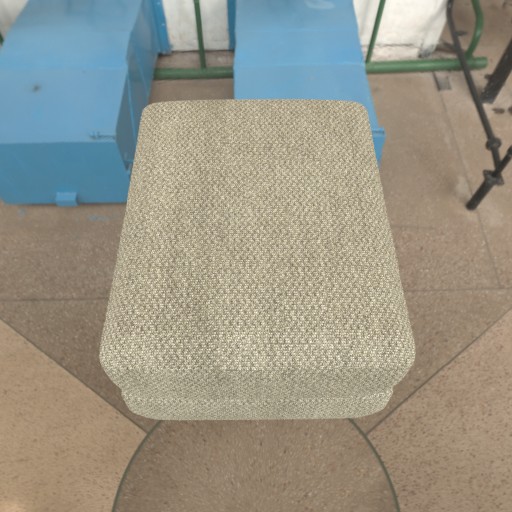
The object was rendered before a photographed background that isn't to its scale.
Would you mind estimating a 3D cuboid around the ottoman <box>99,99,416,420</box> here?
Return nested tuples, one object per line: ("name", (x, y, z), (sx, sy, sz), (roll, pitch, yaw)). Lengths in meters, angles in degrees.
("ottoman", (0.000, 0.000, 1.134), (0.603, 0.476, 0.751), (0, 59, 0))
